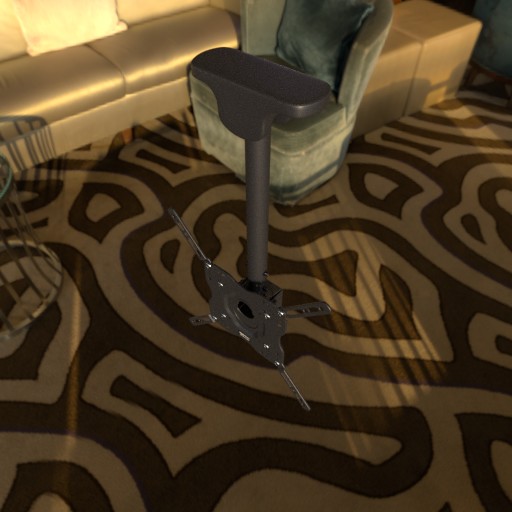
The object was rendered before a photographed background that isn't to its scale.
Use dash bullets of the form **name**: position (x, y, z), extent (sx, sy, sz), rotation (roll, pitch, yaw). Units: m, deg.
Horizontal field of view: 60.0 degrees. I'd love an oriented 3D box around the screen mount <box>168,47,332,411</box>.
- **screen mount**: position (0.000, 0.000, 0.868), extent (0.393, 0.729, 0.090), rotation (31, 55, 25)
